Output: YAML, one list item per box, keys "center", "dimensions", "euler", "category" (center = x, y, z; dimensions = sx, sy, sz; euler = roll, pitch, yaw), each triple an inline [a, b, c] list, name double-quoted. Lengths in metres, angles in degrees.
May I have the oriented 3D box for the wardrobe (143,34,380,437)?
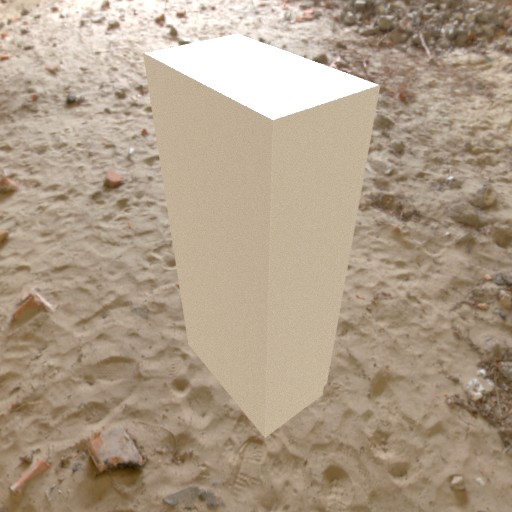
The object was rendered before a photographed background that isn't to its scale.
- center: [0.000, 0.000, 2.068]
  dimensions: [0.470, 1.700, 0.760]
  euler: [-26, 47, -28]
  category: "wardrobe"
